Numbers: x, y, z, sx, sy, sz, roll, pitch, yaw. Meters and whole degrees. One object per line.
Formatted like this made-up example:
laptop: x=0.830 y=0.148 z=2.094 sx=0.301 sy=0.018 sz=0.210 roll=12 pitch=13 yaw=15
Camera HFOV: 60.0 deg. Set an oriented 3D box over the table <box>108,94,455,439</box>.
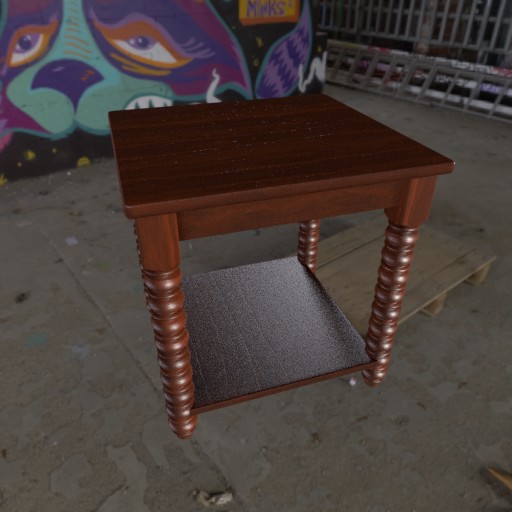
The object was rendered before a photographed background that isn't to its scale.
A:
table: x=0.000 y=0.000 z=1.008 sx=0.533 sy=0.567 sz=0.500 roll=-10 pitch=34 yaw=-15
